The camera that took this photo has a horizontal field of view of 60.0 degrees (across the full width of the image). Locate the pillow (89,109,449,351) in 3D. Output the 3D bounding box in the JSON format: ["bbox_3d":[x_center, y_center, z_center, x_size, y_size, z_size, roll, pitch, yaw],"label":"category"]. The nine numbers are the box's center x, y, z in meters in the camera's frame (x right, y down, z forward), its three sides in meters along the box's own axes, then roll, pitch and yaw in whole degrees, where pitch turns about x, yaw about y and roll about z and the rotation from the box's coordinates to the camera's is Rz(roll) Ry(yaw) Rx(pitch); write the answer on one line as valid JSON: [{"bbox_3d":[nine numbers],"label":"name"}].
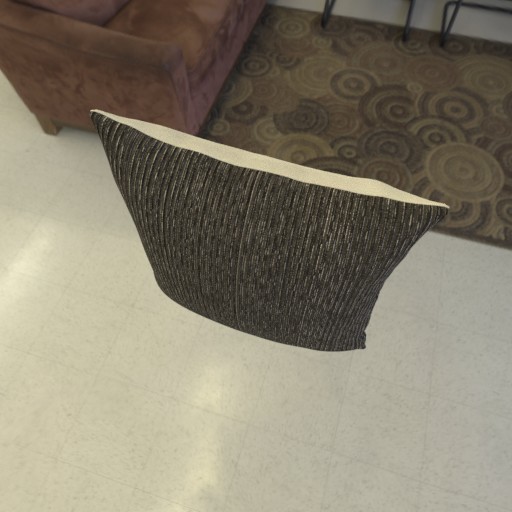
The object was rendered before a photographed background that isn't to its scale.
[{"bbox_3d":[0.000,0.000,0.681,0.433,0.434,0.196,17,61,10],"label":"pillow"}]
